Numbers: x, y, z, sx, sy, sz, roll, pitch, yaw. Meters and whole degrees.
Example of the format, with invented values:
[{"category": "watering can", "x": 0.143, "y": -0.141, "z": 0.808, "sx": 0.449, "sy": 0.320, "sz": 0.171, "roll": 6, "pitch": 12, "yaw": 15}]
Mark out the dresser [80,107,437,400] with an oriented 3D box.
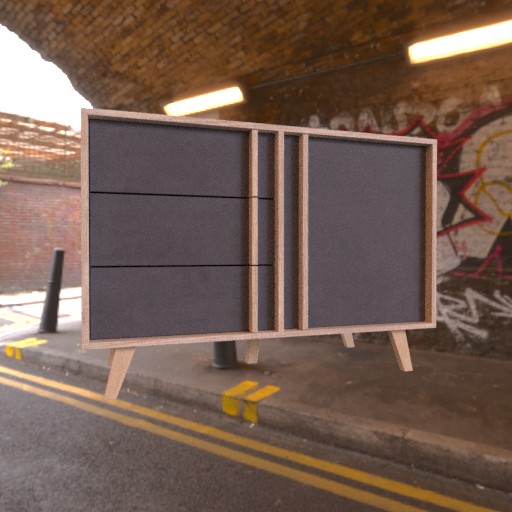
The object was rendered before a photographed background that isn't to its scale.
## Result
[{"category": "dresser", "x": 0.000, "y": 0.000, "z": 1.556, "sx": 1.110, "sy": 0.780, "sz": 0.500, "roll": 0, "pitch": 1, "yaw": -17}]
